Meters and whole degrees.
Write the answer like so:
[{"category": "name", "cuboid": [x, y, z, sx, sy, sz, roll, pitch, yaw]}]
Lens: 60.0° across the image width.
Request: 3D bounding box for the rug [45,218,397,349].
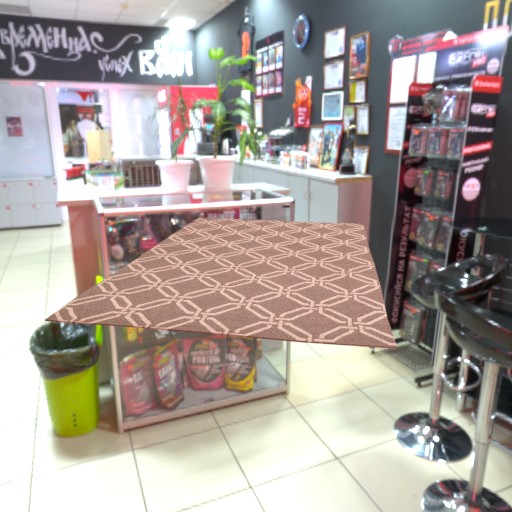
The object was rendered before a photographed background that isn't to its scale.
[{"category": "rug", "cuboid": [0.000, 0.000, 2.199, 1.142, 0.010, 1.748, 3, 16, 9]}]
